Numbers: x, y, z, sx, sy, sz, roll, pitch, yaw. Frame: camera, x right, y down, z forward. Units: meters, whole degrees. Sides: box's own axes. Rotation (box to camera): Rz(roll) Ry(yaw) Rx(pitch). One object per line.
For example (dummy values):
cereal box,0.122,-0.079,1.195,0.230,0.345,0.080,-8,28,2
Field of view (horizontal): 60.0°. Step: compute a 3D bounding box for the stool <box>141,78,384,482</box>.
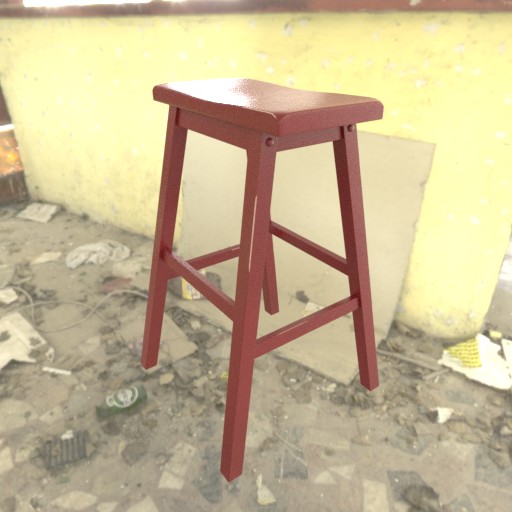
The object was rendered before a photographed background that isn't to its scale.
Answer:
stool,0.000,0.000,1.045,0.476,0.737,0.457,-19,33,-31
